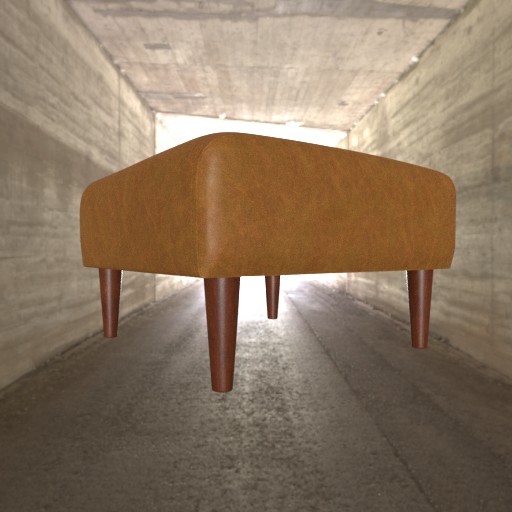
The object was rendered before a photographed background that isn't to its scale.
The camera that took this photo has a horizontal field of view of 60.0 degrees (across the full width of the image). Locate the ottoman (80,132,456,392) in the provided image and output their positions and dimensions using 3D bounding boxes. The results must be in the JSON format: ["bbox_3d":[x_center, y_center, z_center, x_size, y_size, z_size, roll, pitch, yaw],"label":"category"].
[{"bbox_3d":[0.000,0.000,1.028,0.650,0.399,0.650,0,1,-36],"label":"ottoman"}]
